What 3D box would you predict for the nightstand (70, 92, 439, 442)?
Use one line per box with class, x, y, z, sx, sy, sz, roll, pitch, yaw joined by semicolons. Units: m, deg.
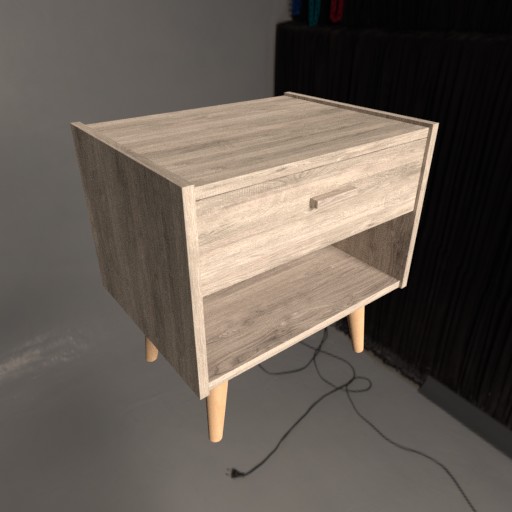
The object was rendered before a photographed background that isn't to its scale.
nightstand;0.000;0.000;0.850;0.480;0.500;0.380;-21;36;-32
